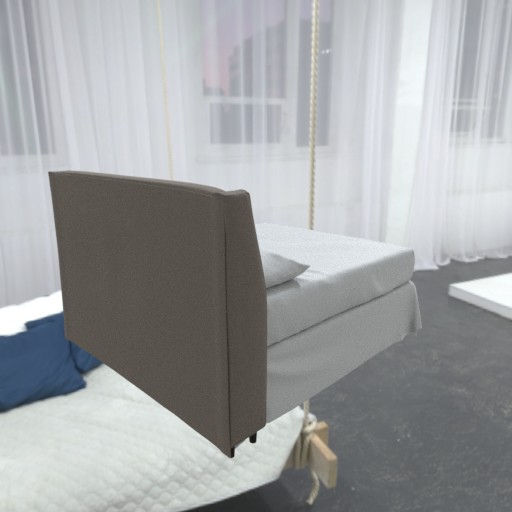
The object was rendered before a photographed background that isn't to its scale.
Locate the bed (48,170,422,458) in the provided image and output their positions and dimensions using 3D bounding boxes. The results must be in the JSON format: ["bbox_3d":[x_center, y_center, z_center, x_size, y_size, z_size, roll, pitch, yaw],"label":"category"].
[{"bbox_3d":[0.000,0.000,3.392,1.925,1.332,2.276,14,20,43],"label":"bed"}]
